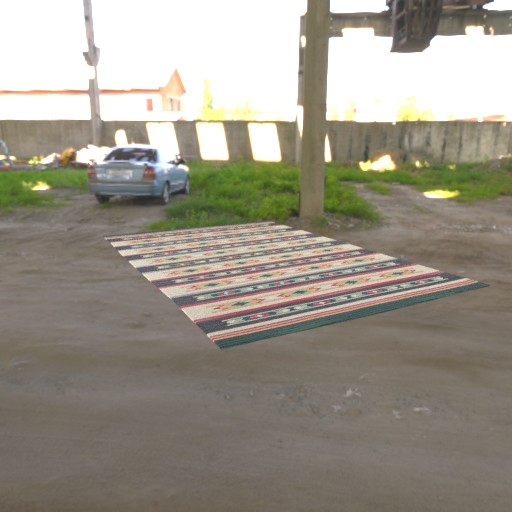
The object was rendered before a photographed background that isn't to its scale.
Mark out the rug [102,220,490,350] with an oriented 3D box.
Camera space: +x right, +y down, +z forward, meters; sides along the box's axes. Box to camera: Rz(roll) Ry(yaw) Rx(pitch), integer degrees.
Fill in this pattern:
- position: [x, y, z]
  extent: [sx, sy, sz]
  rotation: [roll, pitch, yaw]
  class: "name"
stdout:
- position: [0.000, 0.000, 2.319]
  extent: [1.221, 0.009, 1.825]
  rotation: [-8, 16, -28]
  class: "rug"
